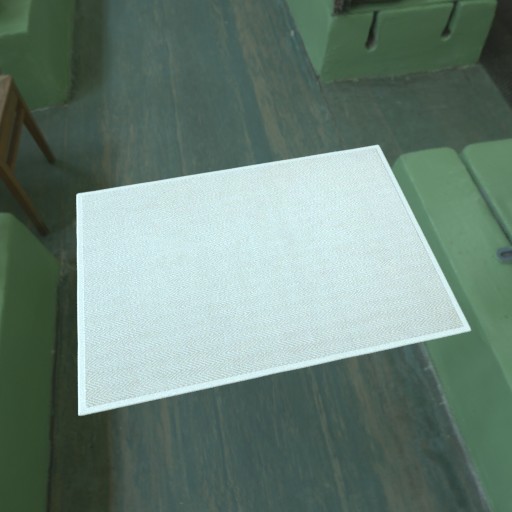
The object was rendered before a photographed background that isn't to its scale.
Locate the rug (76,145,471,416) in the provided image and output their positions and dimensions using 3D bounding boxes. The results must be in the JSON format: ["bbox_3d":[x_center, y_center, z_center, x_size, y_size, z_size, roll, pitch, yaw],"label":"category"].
[{"bbox_3d":[0.000,0.000,2.842,2.244,0.017,1.532,-11,59,-6],"label":"rug"}]
